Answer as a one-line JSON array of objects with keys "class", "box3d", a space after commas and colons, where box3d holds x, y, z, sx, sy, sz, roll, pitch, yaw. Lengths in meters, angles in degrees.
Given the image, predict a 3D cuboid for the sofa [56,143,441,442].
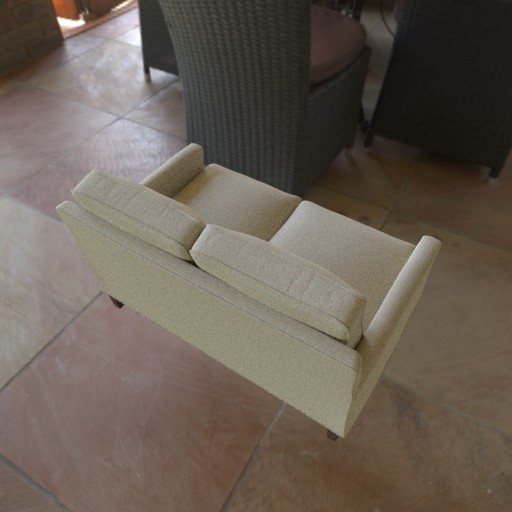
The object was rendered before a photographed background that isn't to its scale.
[{"class": "sofa", "box3d": [0.000, 0.000, 2.294, 1.597, 1.003, 1.084, 26, 52, 22]}]
